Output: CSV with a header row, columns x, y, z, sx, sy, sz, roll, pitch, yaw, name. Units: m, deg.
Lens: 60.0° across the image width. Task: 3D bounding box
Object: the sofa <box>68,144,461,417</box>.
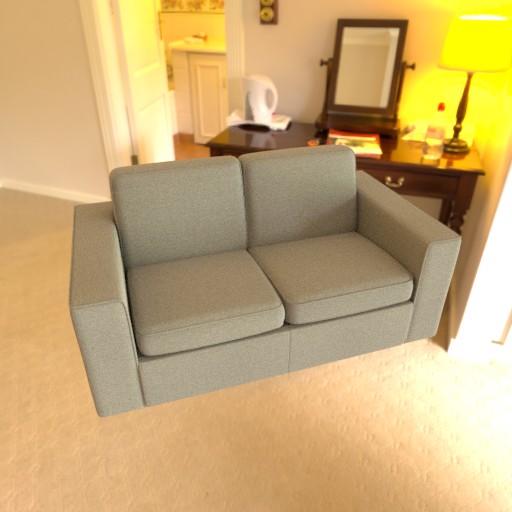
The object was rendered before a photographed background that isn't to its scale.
x,y,z,sx,sy,sz,roll,pitch,yaw,name
0.000,0.000,2.412,1.812,0.924,1.007,-10,32,-15,sofa
